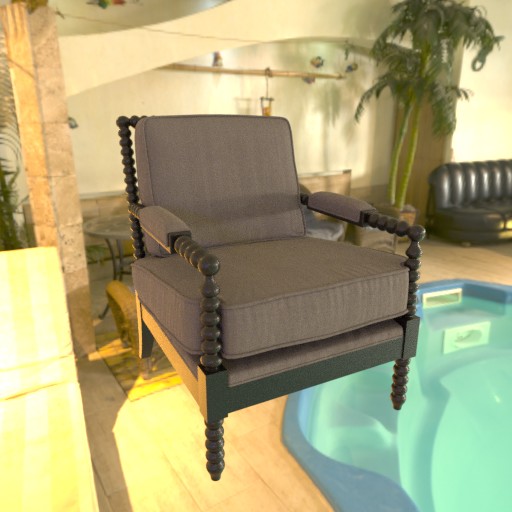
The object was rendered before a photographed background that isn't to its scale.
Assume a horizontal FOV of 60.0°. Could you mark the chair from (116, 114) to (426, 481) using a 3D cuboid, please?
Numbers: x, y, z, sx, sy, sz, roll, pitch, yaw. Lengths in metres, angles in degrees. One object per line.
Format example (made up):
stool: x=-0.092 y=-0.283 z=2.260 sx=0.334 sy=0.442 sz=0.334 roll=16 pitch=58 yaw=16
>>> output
chair: x=0.000 y=0.000 z=1.077 sx=0.540 sy=0.661 sz=0.622 roll=-9 pitch=19 yaw=-26
